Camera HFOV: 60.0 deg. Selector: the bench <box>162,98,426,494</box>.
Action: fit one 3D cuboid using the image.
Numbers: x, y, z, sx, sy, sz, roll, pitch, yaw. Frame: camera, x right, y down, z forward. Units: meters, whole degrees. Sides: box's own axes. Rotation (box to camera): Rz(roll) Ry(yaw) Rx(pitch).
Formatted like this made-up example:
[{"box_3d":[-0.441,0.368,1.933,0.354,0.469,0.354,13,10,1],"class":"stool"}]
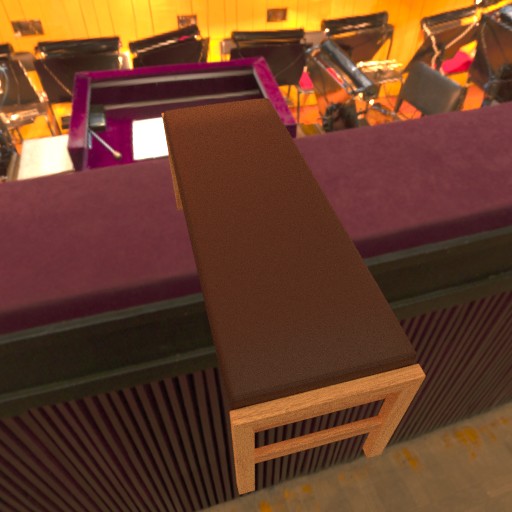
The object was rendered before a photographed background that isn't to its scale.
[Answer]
[{"box_3d":[0.000,0.000,1.417,0.405,0.480,1.200,-11,48,-10],"class":"bench"}]
